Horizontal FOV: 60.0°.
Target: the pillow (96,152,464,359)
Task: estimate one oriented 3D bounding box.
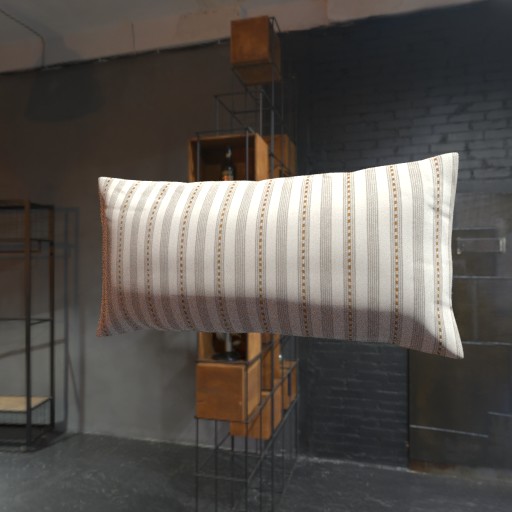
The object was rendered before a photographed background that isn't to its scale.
[{"bbox_3d":[0.000,0.000,0.714,0.608,0.291,0.151,0,-1,18],"label":"pillow"}]
